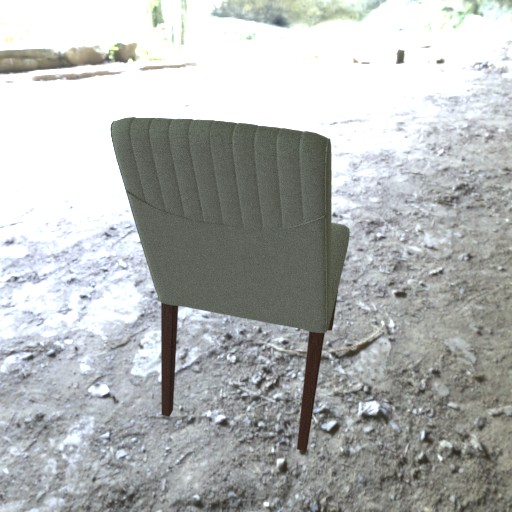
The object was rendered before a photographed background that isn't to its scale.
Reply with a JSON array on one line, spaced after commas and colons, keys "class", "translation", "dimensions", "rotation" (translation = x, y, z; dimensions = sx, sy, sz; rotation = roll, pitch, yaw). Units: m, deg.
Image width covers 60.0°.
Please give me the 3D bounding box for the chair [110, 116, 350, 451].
[{"class": "chair", "translation": [0.000, 0.000, 1.254], "dimensions": [0.480, 0.900, 0.594], "rotation": [9, 33, 14]}]
